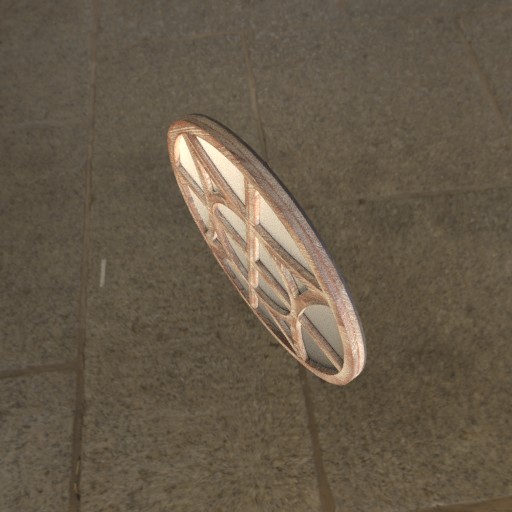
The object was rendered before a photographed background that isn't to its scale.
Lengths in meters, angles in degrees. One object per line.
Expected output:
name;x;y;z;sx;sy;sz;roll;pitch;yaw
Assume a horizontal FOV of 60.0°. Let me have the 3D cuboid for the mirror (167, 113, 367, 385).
mirror;0.000;0.000;1.067;0.038;0.710;0.710;-34;69;-15
